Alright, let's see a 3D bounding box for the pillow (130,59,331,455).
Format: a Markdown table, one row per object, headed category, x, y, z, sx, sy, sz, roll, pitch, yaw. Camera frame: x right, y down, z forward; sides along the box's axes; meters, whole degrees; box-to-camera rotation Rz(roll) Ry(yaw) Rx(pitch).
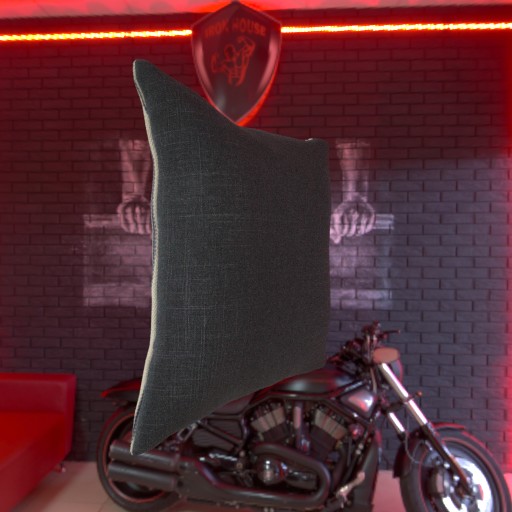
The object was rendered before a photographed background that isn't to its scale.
| category | x | y | z | sx | sy | sz | roll | pitch | yaw |
| --- | --- | --- | --- | --- | --- | --- | --- | --- | --- |
| pillow | 0.000 | 0.000 | 0.681 | 0.138 | 0.444 | 0.468 | 1 | 1 | 36 |
